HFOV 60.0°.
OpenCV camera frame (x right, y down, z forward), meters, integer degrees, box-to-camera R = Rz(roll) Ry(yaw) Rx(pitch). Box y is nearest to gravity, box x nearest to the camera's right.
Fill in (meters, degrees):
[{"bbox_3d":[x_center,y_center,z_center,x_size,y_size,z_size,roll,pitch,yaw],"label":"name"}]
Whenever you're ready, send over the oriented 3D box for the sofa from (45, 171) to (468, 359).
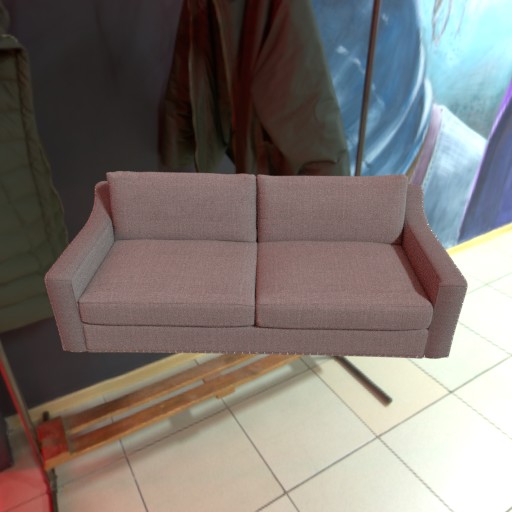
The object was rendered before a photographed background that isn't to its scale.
[{"bbox_3d":[0.000,0.000,2.736,2.208,0.857,1.000,1,30,1],"label":"sofa"}]
